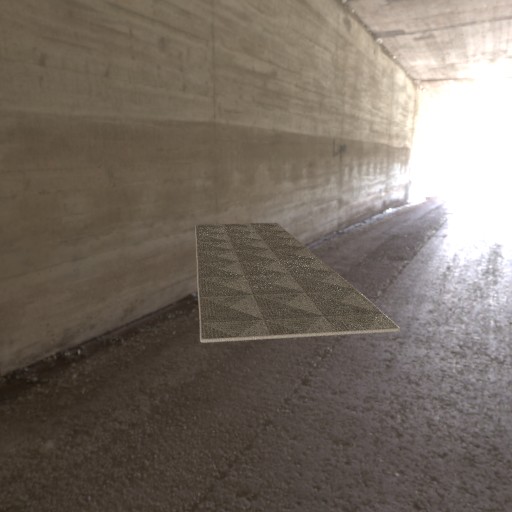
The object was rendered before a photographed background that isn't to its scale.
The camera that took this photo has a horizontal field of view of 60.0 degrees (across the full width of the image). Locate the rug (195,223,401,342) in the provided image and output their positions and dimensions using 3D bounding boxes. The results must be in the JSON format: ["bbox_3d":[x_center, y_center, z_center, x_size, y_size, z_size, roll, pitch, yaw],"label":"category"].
[{"bbox_3d":[0.000,0.000,2.421,0.645,0.015,2.182,-2,13,-8],"label":"rug"}]
